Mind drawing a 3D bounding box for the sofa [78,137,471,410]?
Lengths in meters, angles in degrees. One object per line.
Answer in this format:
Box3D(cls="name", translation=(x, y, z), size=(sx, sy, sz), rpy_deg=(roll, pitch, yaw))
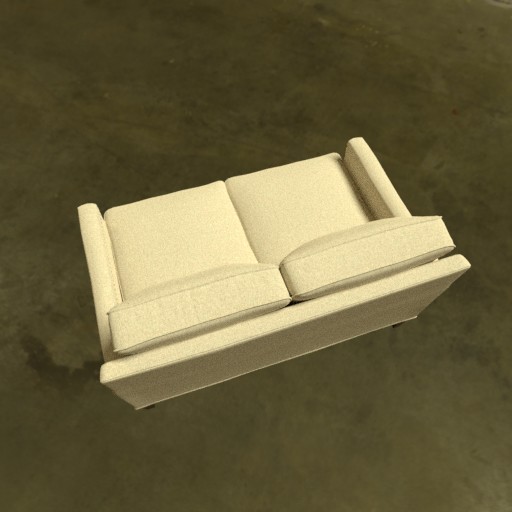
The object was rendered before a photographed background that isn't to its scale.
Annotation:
Box3D(cls="sofa", translation=(0.000, 0.000, 2.234), size=(1.597, 1.003, 1.084), rpy_deg=(-16, 60, -9))
